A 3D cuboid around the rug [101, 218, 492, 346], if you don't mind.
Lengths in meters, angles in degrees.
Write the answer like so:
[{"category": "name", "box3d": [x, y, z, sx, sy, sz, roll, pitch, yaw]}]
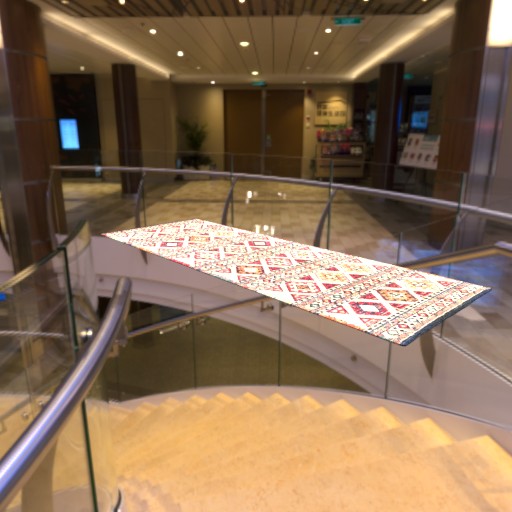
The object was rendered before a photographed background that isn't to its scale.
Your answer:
[{"category": "rug", "box3d": [0.000, 0.000, 2.628, 0.832, 0.008, 2.362, -15, 22, -42]}]
